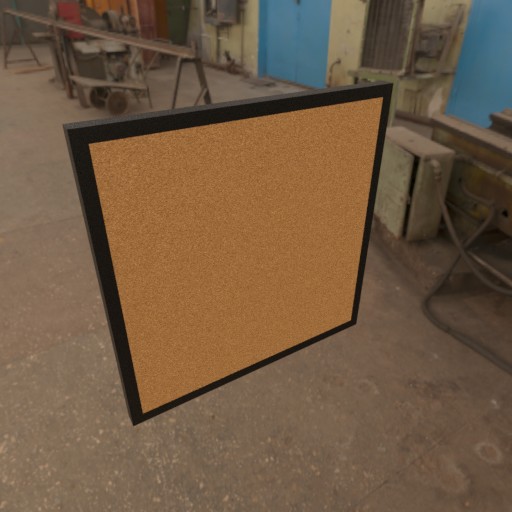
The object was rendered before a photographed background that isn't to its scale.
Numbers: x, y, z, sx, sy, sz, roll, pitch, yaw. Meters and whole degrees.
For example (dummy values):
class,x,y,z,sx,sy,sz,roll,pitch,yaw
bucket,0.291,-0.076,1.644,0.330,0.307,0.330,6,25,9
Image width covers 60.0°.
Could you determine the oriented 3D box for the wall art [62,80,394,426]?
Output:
class,x,y,z,sx,sy,sz,roll,pitch,yaw
wall art,0.000,0.000,1.121,0.762,0.762,0.038,-18,36,-26
